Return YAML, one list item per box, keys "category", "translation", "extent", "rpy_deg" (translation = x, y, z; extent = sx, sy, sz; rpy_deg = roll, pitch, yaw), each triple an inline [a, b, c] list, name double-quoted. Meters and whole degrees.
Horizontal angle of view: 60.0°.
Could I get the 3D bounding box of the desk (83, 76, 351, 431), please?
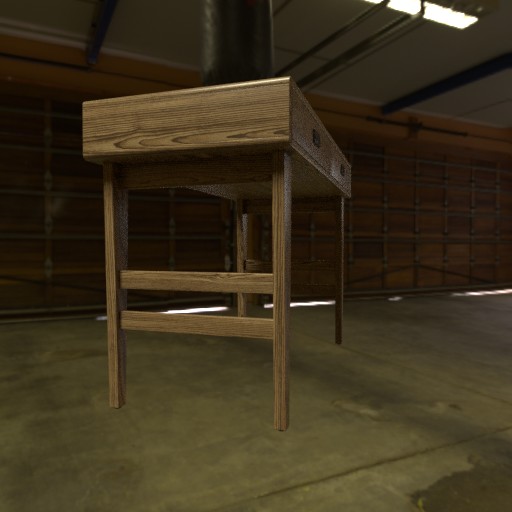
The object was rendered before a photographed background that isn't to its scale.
- category: "desk"
  translation: [0.000, 0.000, 1.482]
  extent: [0.508, 0.755, 1.067]
  rpy_deg: [0, 1, 19]
